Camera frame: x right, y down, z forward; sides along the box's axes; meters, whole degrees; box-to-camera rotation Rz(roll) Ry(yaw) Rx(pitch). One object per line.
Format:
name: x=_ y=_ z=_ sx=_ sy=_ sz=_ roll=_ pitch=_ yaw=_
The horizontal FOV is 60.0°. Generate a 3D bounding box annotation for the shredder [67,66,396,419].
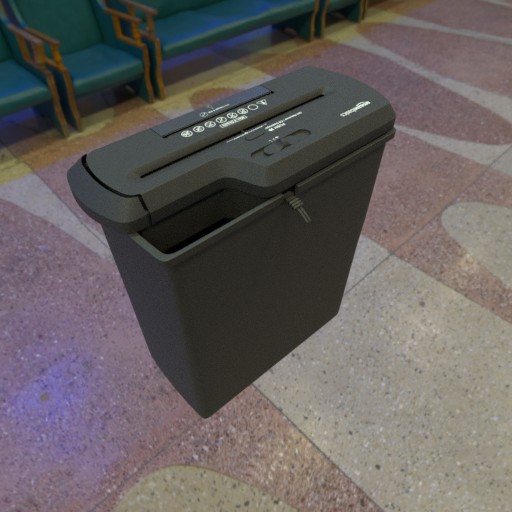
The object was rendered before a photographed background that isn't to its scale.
shredder: x=0.000 y=0.000 z=0.517 sx=0.320 sy=0.335 sz=0.170 roll=-32 pitch=54 yaw=-27
